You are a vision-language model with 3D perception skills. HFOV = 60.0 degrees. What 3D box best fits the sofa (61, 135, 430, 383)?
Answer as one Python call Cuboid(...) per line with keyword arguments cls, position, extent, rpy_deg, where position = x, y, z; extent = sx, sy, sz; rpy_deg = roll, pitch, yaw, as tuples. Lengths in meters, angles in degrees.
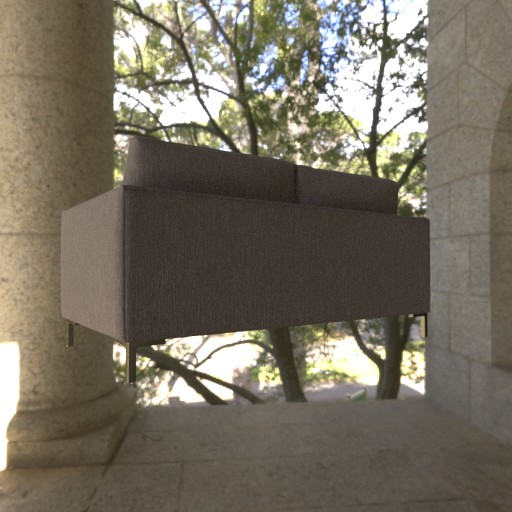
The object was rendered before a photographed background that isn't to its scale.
Cuboid(cls="sofa", position=(0.000, 0.000, 2.209), extent=(1.682, 0.840, 0.875), rpy_deg=(1, -2, -36))
